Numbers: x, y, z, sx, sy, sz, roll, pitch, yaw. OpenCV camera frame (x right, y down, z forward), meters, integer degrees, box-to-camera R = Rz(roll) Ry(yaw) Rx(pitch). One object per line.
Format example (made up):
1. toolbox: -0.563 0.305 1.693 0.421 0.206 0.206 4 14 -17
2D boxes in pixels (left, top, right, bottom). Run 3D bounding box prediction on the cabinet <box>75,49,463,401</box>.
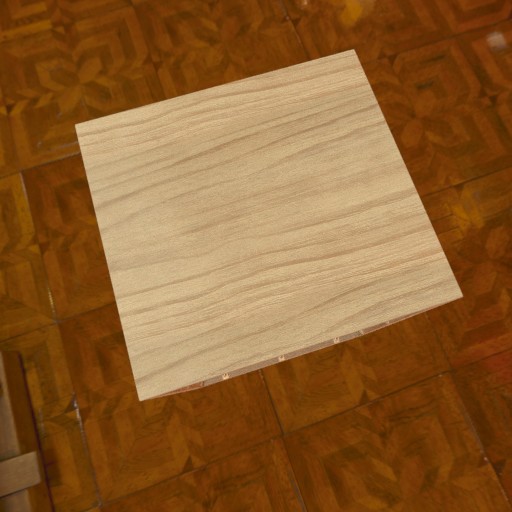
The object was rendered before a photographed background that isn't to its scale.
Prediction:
1. cabinet: 0.000 0.000 0.858 0.409 0.579 0.401 -17 76 -5
